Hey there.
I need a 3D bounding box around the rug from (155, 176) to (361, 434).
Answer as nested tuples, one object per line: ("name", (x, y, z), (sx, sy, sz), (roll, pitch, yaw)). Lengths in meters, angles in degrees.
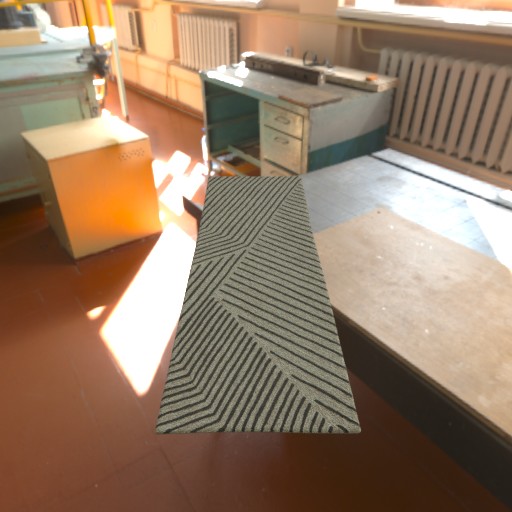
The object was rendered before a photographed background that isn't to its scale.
("rug", (0.000, 0.000, 2.678), (0.773, 0.020, 2.439), (0, 33, 0))
